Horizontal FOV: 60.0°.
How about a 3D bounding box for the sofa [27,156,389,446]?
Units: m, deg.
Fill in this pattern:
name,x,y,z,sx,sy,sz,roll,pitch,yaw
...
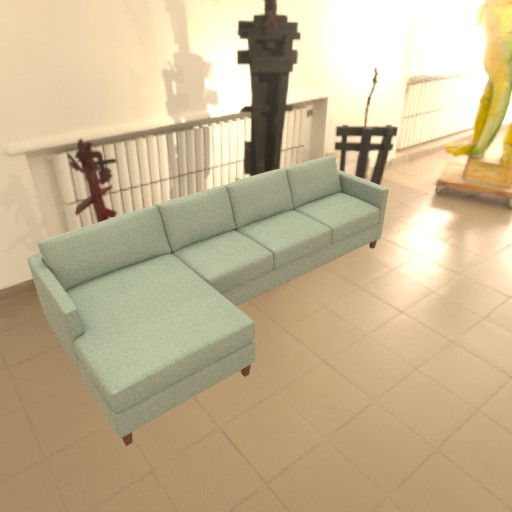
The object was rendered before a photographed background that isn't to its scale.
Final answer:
name,x,y,z,sx,sy,sz,roll,pitch,yaw
sofa,0.000,0.000,4.068,3.470,0.953,1.600,-22,38,-32
